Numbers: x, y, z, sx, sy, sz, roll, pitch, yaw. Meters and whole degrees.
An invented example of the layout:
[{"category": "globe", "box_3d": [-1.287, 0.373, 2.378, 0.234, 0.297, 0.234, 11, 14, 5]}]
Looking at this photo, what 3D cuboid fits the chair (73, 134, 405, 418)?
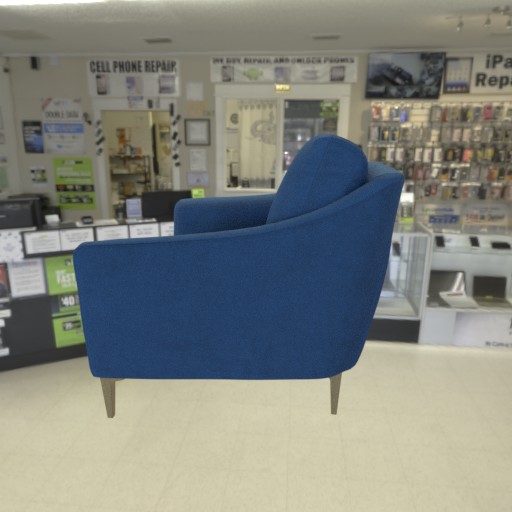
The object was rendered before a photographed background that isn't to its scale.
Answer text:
[{"category": "chair", "box_3d": [0.000, 0.000, 1.700, 0.961, 0.899, 0.987, 2, 15, 8]}]
